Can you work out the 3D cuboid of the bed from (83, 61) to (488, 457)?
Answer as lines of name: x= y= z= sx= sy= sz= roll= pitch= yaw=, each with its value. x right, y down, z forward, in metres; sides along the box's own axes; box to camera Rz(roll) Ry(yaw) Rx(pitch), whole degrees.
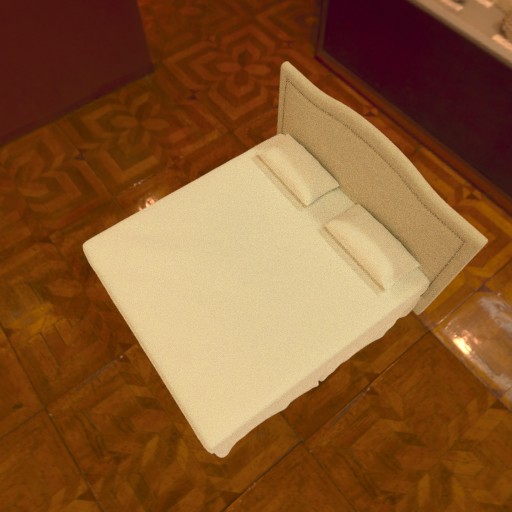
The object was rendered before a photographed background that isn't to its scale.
bed: x=0.000 y=0.000 z=3.443 sx=2.182 sy=1.421 sz=2.083 roll=-33 pitch=67 yaw=-16
